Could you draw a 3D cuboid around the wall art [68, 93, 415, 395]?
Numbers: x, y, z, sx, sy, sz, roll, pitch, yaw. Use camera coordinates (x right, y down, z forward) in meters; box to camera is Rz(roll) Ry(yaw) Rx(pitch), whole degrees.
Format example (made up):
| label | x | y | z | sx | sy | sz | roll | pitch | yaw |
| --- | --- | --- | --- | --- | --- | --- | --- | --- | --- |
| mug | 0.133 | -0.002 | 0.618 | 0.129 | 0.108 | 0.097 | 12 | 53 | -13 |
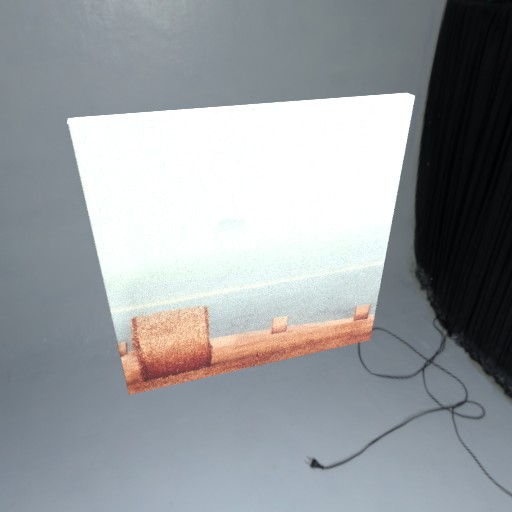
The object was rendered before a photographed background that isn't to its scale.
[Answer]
| label | x | y | z | sx | sy | sz | roll | pitch | yaw |
| --- | --- | --- | --- | --- | --- | --- | --- | --- | --- |
| wall art | 0.000 | 0.000 | 1.153 | 0.760 | 0.760 | 0.042 | -9 | 33 | -14 |
